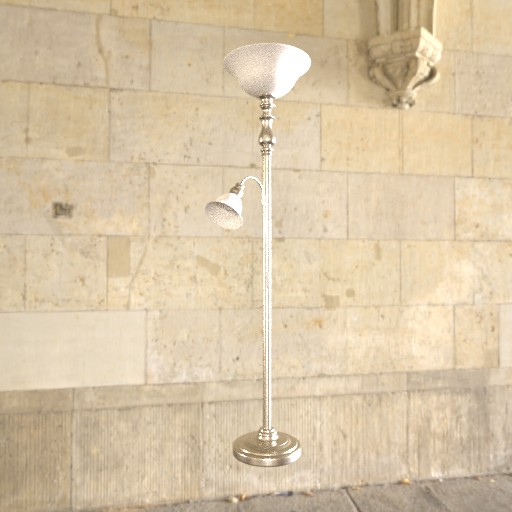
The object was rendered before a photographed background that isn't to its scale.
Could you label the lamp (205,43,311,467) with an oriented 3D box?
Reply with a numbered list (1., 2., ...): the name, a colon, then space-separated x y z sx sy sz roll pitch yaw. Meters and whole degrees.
1. lamp: 0.000 0.000 1.976 0.405 1.785 0.575 -1 -2 36
